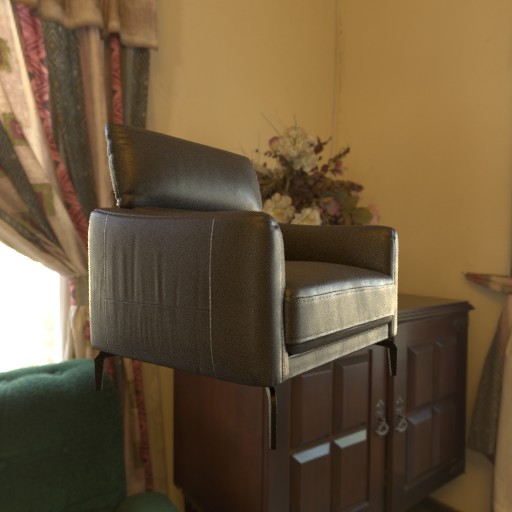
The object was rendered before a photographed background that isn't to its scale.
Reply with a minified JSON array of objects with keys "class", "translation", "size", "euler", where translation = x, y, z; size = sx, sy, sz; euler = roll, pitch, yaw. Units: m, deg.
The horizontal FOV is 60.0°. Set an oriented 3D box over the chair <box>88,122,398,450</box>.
[{"class":"chair","translation":[0.000,0.000,1.653],"size":[0.809,0.949,0.976],"euler":[1,1,38]}]
